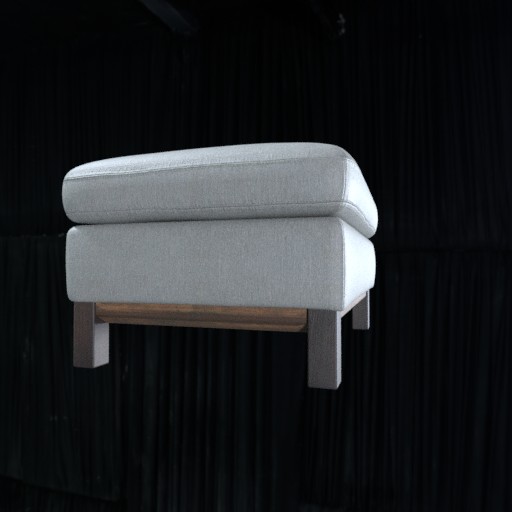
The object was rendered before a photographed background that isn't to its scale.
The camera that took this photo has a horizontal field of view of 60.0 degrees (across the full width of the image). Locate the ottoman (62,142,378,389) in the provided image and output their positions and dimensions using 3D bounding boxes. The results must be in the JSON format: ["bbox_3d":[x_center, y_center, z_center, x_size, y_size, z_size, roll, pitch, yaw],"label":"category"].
[{"bbox_3d":[0.000,0.000,1.038,0.528,0.404,0.735,0,-1,18],"label":"ottoman"}]
